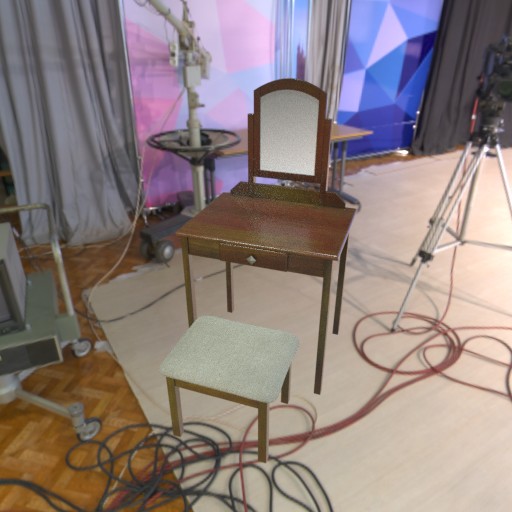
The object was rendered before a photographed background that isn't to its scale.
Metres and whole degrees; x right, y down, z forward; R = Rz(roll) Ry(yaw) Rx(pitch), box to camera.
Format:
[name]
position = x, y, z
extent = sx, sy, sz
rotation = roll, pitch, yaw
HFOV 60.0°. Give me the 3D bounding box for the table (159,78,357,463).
[table]
position = 0.000, 0.000, 2.340
extent = 0.876, 1.631, 1.211
rotation = 9, 30, 17
